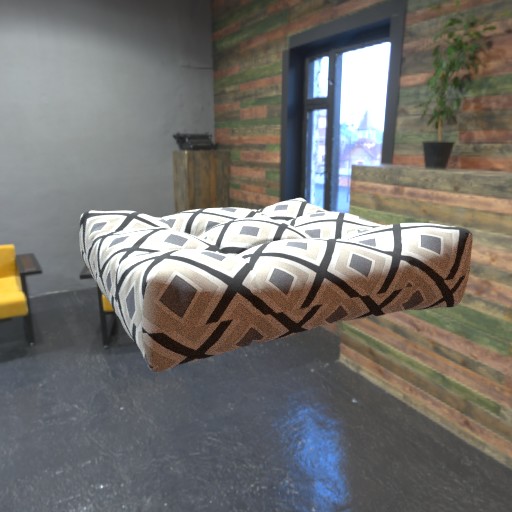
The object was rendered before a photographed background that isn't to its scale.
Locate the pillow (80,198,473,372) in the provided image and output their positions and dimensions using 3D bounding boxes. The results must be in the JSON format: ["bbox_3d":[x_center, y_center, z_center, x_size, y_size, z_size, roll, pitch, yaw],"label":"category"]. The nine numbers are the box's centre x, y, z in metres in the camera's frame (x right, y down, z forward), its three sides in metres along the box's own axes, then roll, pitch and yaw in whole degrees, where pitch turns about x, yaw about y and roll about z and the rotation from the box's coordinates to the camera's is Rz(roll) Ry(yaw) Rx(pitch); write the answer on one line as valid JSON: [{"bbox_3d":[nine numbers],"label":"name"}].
[{"bbox_3d":[0.000,0.000,0.722,0.490,0.128,0.468,-7,16,-27],"label":"pillow"}]
